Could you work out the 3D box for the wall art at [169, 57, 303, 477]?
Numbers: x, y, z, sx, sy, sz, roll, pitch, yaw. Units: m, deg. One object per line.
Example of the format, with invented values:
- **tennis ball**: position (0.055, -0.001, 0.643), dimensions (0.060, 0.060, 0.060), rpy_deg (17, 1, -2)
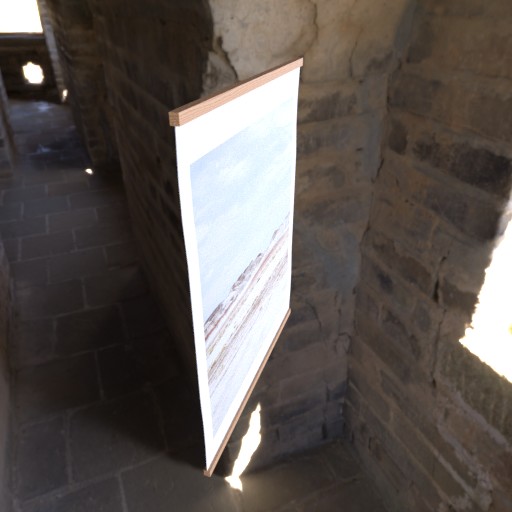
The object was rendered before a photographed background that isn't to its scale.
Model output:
- **wall art**: position (0.000, 0.000, 0.668), dimensions (0.010, 0.507, 0.404), rpy_deg (11, 32, 17)
